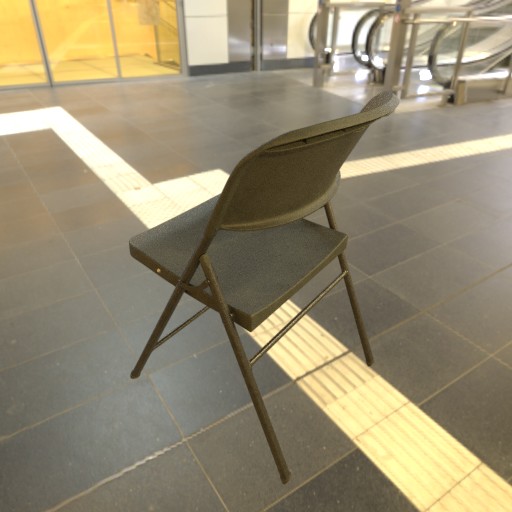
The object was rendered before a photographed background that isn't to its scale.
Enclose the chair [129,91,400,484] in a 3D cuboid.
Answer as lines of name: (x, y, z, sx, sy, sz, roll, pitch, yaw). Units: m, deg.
chair: (0.000, 0.000, 1.116, 0.566, 0.810, 0.494, 22, 38, 31)
